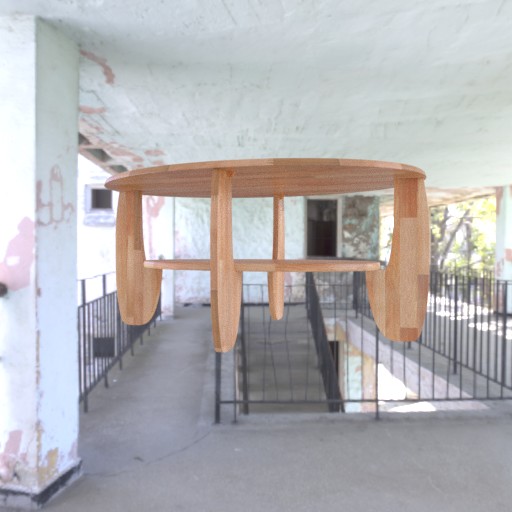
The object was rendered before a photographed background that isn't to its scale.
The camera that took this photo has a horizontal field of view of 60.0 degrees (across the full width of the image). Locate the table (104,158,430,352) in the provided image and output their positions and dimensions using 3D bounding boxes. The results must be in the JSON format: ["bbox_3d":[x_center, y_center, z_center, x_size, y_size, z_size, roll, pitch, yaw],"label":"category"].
[{"bbox_3d":[0.000,0.000,1.426,1.040,0.490,0.690,0,1,18],"label":"table"}]
